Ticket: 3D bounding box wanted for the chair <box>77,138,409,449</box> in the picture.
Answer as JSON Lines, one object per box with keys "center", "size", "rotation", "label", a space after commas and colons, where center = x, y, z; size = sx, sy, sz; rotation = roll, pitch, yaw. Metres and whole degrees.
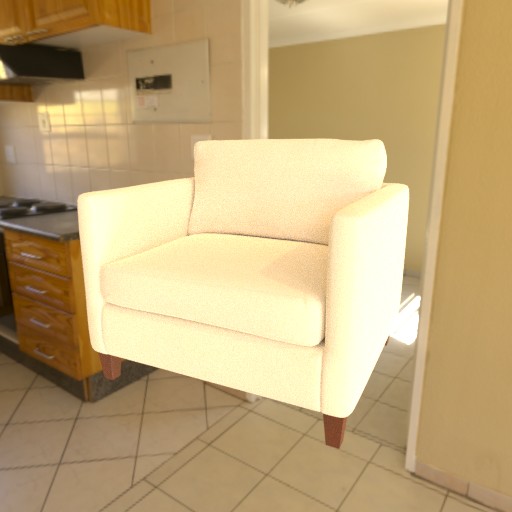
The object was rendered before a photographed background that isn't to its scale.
{"center": [0.000, 0.000, 1.731], "size": [1.019, 0.885, 0.878], "rotation": [7, 17, 25], "label": "chair"}
